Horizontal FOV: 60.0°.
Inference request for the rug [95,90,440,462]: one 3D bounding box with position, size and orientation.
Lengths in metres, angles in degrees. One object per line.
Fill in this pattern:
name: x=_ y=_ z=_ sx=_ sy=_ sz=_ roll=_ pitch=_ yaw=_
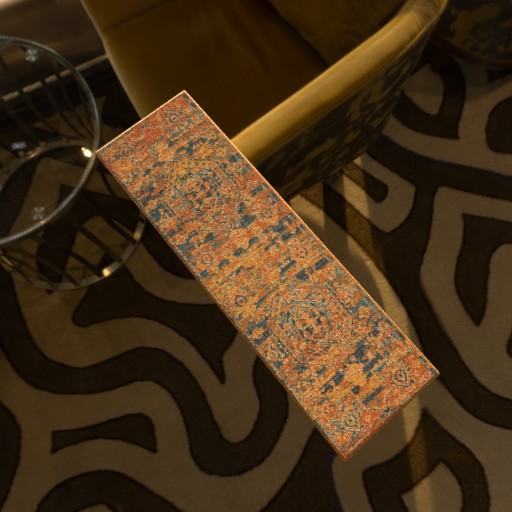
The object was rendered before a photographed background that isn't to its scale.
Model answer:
rug: x=0.000 y=0.000 z=2.041 sx=0.556 sy=0.013 sz=1.820 roll=-39 pitch=78 yaw=-9
